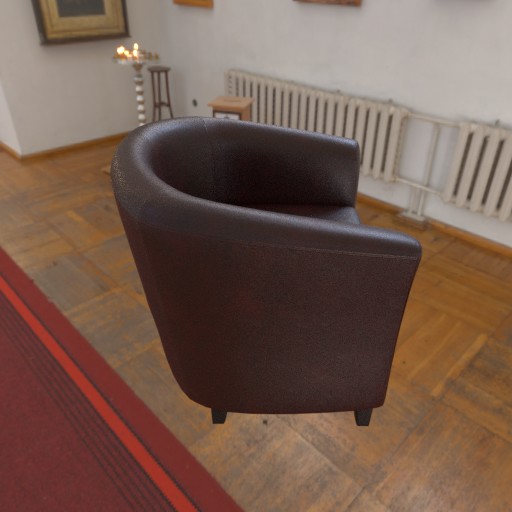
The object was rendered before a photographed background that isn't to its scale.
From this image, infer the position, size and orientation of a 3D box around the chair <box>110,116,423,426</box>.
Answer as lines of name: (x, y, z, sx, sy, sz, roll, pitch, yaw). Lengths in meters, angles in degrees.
chair: (0.000, 0.000, 1.374, 0.727, 0.756, 0.792, 0, 31, 1)
